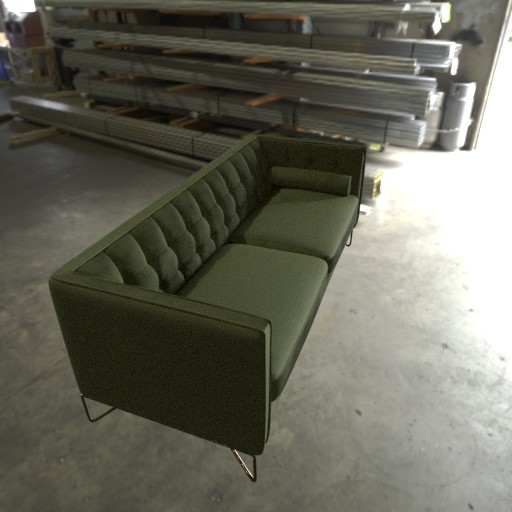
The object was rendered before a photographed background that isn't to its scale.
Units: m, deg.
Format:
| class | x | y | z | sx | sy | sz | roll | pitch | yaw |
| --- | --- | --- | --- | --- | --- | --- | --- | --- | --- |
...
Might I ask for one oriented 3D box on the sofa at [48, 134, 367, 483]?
| class | x | y | z | sx | sy | sz | roll | pitch | yaw |
| --- | --- | --- | --- | --- | --- | --- | --- | --- | --- |
| sofa | 0.000 | 0.000 | 2.481 | 0.867 | 0.789 | 2.087 | 11 | 32 | 18 |
